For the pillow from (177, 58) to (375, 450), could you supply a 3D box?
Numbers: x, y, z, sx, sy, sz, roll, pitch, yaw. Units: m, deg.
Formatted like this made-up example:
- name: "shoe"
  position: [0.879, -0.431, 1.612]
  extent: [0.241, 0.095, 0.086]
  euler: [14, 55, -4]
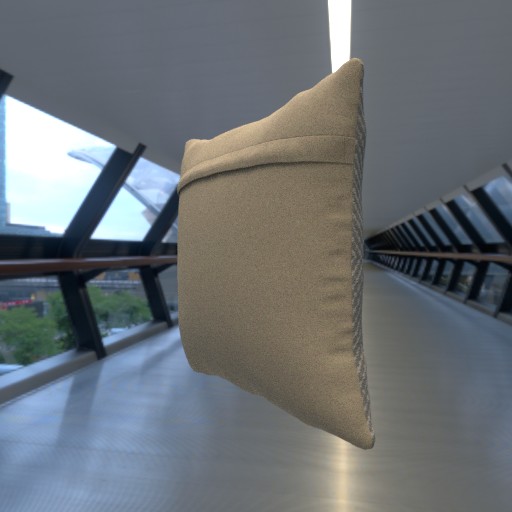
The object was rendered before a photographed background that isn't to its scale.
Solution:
- name: "pillow"
  position: [0.000, 0.000, 0.699]
  extent: [0.181, 0.458, 0.459]
  euler: [0, 0, -34]
